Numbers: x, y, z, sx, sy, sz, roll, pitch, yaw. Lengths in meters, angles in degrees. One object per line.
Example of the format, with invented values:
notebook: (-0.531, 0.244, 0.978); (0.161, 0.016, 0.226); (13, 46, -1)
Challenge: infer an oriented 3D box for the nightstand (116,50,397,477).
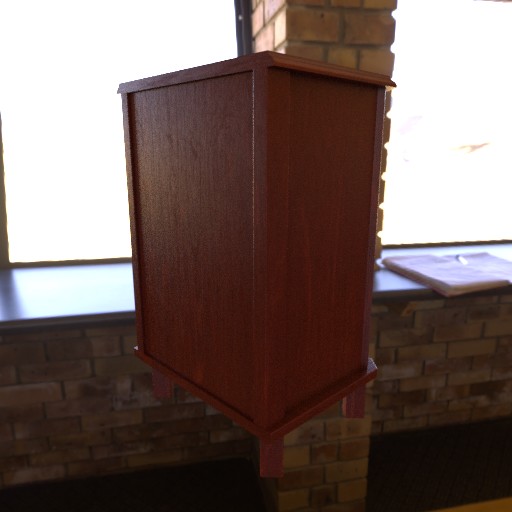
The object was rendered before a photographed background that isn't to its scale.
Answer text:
nightstand: (0.000, 0.000, 0.918); (0.351, 0.681, 0.435); (-13, 18, -42)
